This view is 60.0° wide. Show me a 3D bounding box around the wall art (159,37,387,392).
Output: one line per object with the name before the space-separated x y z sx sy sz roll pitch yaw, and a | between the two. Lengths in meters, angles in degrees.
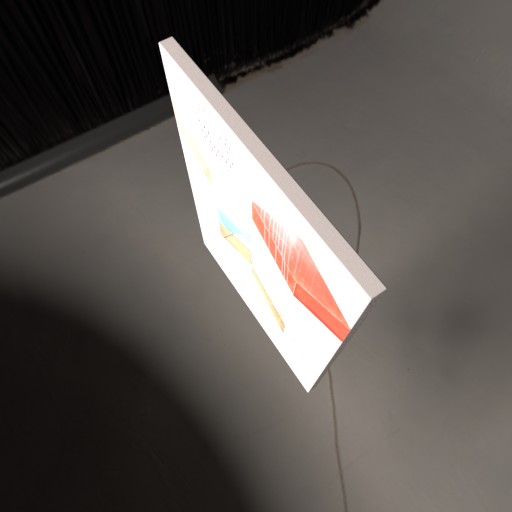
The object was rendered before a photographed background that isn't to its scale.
wall art | 0.000 0.000 1.626 0.046 1.221 0.914 -31 68 -14
